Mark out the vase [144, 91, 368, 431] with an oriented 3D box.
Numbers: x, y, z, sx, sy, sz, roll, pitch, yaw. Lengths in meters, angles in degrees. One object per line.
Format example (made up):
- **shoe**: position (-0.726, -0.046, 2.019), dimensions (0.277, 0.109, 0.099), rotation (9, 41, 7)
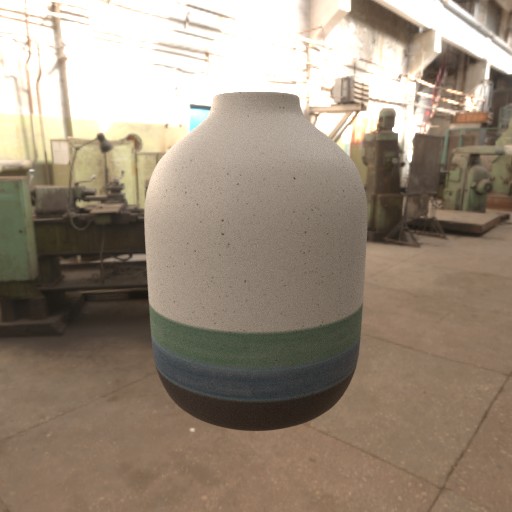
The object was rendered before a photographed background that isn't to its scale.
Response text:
- **vase**: position (0.000, 0.000, 0.352), dimensions (0.169, 0.240, 0.169), rotation (0, 13, 0)
